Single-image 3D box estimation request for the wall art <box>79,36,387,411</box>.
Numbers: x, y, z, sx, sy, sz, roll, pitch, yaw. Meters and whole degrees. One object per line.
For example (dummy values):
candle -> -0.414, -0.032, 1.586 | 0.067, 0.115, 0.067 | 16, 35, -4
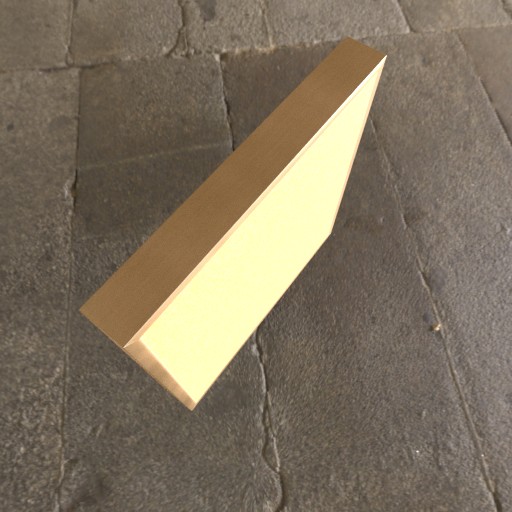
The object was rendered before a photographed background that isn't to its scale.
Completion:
wall art -> 0.000, 0.000, 0.452 | 0.038, 0.303, 0.305 | 34, 69, 15
